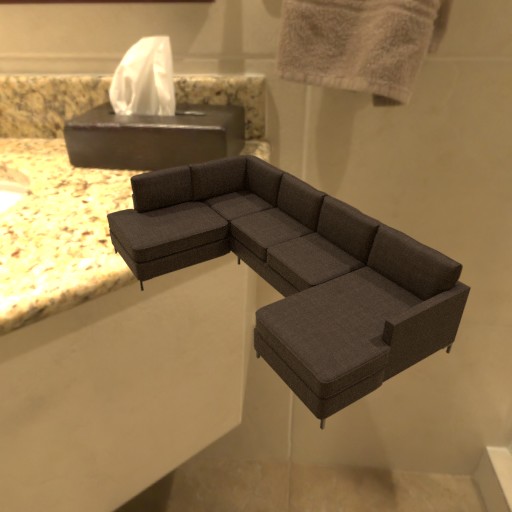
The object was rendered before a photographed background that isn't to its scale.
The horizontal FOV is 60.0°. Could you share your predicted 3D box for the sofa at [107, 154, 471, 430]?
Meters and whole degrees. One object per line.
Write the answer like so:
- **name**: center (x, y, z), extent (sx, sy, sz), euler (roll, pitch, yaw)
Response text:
- **sofa**: center (0.000, 0.000, 4.480), extent (2.048, 0.999, 3.423), euler (-18, 36, -27)
